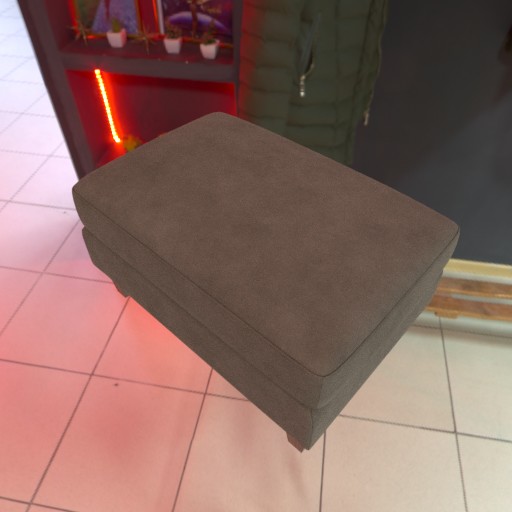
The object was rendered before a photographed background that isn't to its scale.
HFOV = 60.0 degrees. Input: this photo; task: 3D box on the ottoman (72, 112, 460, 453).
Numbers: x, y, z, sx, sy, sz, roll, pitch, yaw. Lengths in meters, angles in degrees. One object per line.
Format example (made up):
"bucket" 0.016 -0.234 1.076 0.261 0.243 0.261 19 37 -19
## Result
"ottoman" 0.000 0.000 1.237 0.864 0.483 0.584 33 54 28
